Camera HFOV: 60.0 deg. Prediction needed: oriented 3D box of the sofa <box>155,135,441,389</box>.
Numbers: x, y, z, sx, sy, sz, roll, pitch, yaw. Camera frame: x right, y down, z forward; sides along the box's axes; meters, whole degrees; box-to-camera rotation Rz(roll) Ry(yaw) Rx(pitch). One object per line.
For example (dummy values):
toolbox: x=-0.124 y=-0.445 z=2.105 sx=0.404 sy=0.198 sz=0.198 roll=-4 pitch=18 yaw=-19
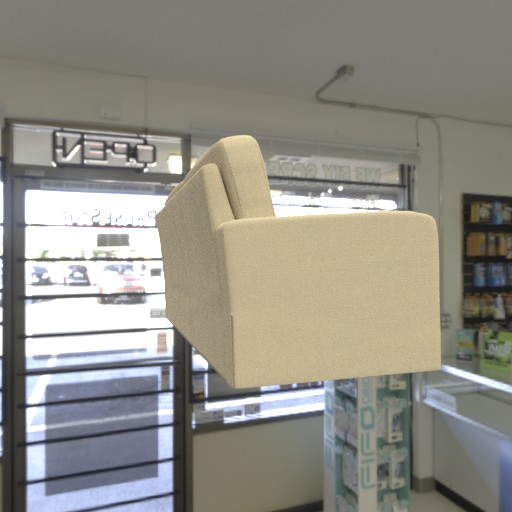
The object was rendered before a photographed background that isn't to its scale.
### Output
sofa: x=0.000 y=0.000 z=2.324 sx=0.894 sy=0.831 sz=1.808 roll=0 pitch=-1 yaw=-18
